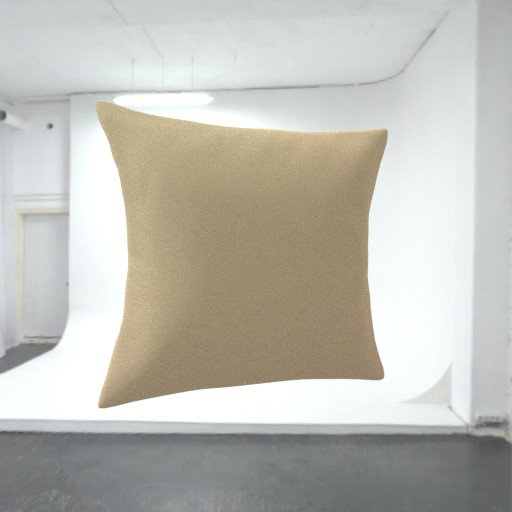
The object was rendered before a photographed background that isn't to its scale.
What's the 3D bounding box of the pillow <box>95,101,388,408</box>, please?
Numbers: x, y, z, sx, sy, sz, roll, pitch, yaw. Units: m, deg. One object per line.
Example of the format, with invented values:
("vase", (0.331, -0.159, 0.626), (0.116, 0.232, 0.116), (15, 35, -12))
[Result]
("pillow", (0.000, 0.000, 0.813), (0.552, 0.508, 0.166), (0, 1, -18))
